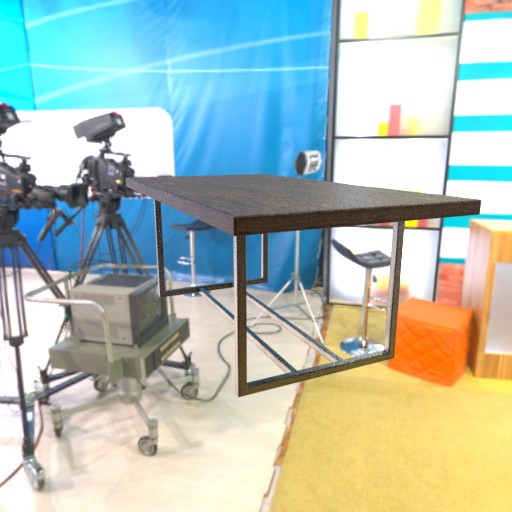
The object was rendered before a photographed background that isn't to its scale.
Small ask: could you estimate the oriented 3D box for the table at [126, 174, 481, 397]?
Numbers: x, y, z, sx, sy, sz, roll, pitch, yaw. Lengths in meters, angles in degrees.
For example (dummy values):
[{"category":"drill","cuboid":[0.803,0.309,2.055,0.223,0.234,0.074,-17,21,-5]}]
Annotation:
[{"category":"table","cuboid":[0.000,0.000,2.529,1.078,0.795,1.989,-6,15,-24]}]
